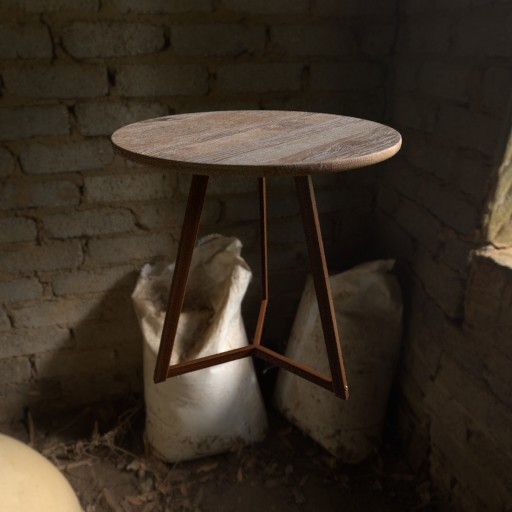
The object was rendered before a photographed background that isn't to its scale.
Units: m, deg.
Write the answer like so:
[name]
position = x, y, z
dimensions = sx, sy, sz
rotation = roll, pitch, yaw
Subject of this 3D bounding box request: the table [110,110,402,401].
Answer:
[table]
position = 0.000, 0.000, 0.900
dimensions = 0.500, 0.500, 0.500
rotation = 0, 26, 0
